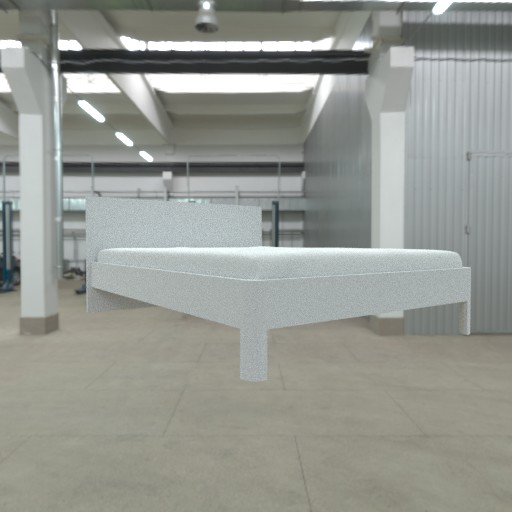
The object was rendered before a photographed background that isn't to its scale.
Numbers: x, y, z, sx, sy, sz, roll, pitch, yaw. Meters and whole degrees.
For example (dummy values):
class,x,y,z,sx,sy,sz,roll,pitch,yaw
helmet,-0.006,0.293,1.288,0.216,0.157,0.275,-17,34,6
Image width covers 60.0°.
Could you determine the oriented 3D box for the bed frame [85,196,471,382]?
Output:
class,x,y,z,sx,sy,sz,roll,pitch,yaw
bed frame,0.000,0.000,2.707,1.490,0.800,1.950,-1,2,-36
